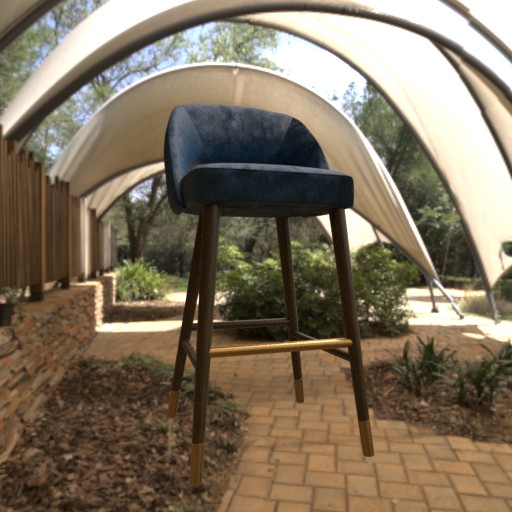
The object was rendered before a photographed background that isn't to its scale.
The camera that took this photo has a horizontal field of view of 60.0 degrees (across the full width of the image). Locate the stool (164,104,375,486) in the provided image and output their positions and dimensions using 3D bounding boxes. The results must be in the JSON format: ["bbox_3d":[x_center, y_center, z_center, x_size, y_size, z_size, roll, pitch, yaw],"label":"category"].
[{"bbox_3d":[0.000,0.000,1.286,0.514,1.016,0.515,0,1,-18],"label":"stool"}]
